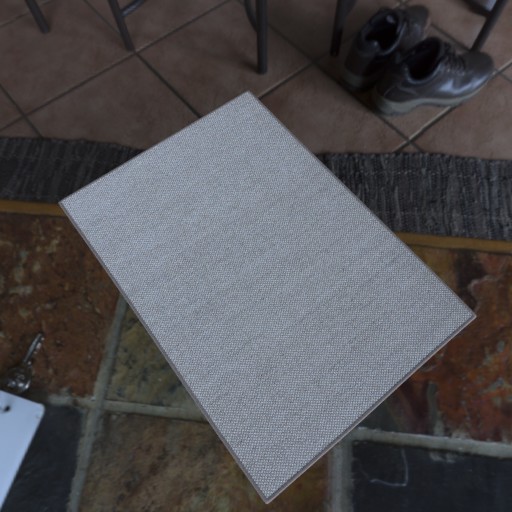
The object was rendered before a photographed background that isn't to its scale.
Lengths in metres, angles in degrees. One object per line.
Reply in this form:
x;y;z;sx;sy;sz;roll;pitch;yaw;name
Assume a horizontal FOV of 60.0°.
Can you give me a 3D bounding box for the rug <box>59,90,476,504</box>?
0.000;0.000;2.637;1.517;0.013;2.115;-35;71;-14;rug
